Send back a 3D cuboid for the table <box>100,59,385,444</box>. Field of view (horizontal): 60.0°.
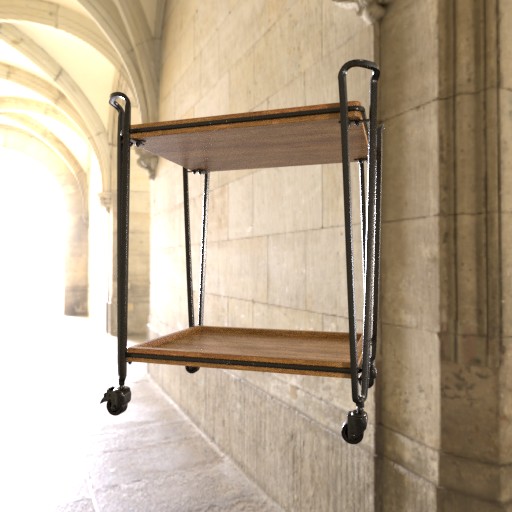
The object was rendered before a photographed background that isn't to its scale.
[{"bbox_3d":[0.000,0.000,1.216,0.672,0.785,0.505,0,-1,18],"label":"table"}]
